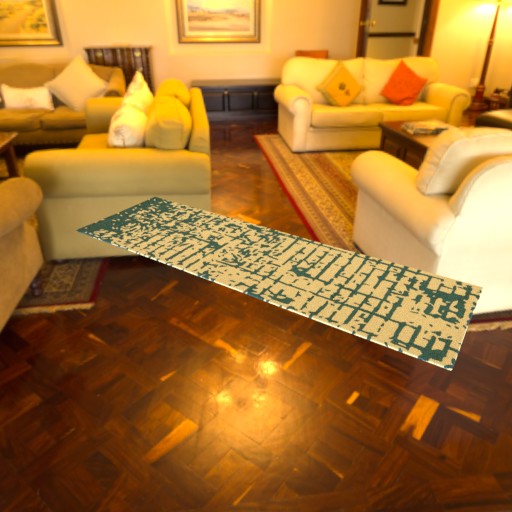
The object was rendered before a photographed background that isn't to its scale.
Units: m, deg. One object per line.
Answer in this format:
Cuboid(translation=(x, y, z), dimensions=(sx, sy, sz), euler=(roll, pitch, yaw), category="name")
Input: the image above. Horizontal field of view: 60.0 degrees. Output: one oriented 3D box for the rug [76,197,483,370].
Cuboid(translation=(0.000, 0.000, 2.695), dimensions=(2.435, 0.011, 0.750), euler=(18, 33, 29), category="rug")
